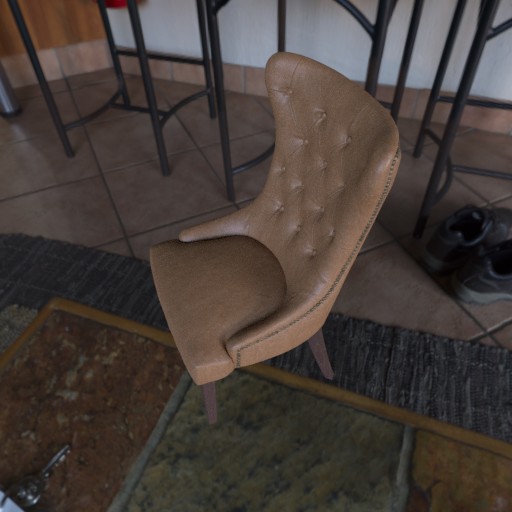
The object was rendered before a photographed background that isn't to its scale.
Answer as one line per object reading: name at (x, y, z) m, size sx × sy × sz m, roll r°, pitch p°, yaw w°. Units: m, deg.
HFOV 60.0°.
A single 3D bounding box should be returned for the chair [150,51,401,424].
chair at (0.000, 0.000, 1.470) m, size 0.669 × 1.065 × 0.611 m, roll -17°, pitch 49°, yaw -16°
